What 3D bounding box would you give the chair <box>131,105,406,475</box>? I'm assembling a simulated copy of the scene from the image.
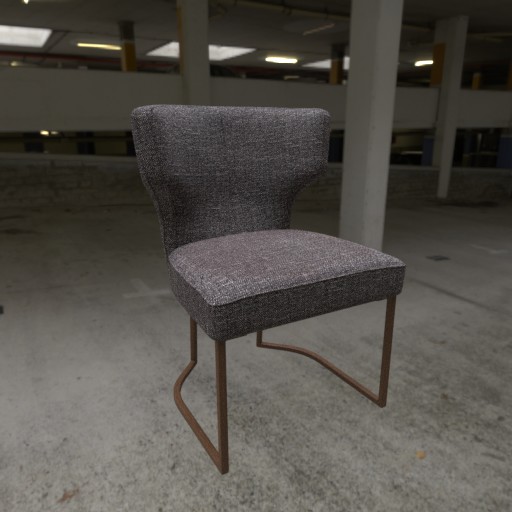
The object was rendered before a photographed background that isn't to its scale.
[{"bbox_3d":[0.000,0.000,1.263,0.611,0.824,0.617,-9,19,-29],"label":"chair"}]
